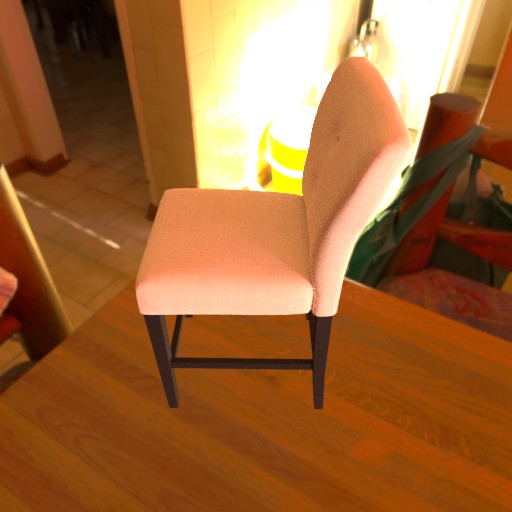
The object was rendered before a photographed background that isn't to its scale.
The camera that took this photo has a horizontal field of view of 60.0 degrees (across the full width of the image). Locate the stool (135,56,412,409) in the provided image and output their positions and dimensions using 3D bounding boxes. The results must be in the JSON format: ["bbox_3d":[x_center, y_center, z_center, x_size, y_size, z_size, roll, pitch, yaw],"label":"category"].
[{"bbox_3d":[0.000,0.000,1.286,0.603,0.972,0.514,1,41,1],"label":"stool"}]
